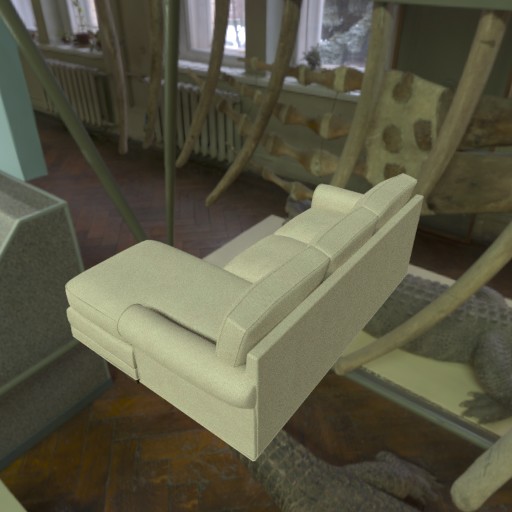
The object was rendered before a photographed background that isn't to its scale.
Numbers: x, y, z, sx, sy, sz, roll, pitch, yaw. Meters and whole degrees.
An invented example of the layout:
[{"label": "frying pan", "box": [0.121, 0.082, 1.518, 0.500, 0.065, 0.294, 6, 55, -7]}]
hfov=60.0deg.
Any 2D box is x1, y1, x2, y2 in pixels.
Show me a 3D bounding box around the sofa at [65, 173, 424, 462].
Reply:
[{"label": "sofa", "box": [0.000, 0.000, 2.457, 1.226, 0.734, 1.770, 22, 39, 30]}]
